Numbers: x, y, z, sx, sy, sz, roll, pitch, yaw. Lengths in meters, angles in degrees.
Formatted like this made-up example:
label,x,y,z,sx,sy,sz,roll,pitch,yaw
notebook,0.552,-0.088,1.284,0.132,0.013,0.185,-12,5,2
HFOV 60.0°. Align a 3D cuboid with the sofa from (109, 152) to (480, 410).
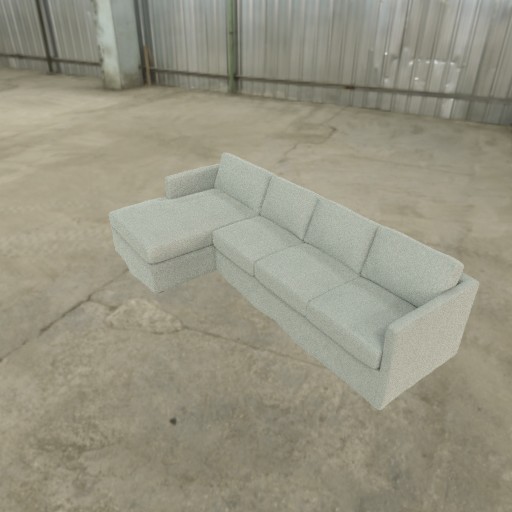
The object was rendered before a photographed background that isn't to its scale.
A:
label,x,y,z,sx,sy,sz,roll,pitch,yaw
sofa,0.000,0.000,3.982,1.650,0.922,3.205,-21,37,-30
